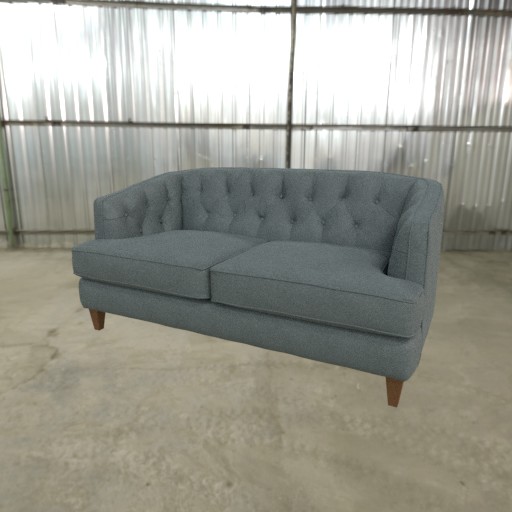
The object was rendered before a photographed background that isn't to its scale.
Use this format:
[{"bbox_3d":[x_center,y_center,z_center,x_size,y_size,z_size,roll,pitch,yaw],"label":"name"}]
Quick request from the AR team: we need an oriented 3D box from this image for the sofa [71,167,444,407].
[{"bbox_3d":[0.000,0.000,2.287,1.733,0.855,0.941,7,16,27],"label":"sofa"}]
